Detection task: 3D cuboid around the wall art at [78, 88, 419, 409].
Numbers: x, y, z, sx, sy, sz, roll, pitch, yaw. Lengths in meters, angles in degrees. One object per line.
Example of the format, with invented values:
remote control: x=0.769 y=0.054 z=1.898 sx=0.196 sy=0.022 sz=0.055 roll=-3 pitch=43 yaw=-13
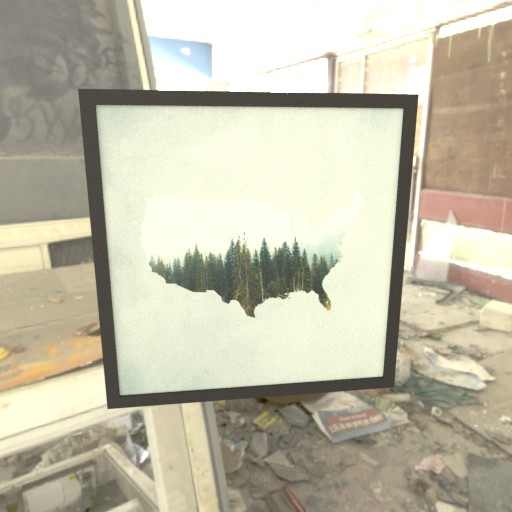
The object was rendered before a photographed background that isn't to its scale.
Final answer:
wall art: x=0.000 y=0.000 z=1.096 sx=0.763 sy=0.763 sz=0.038 roll=-2 pitch=14 yaw=-8
